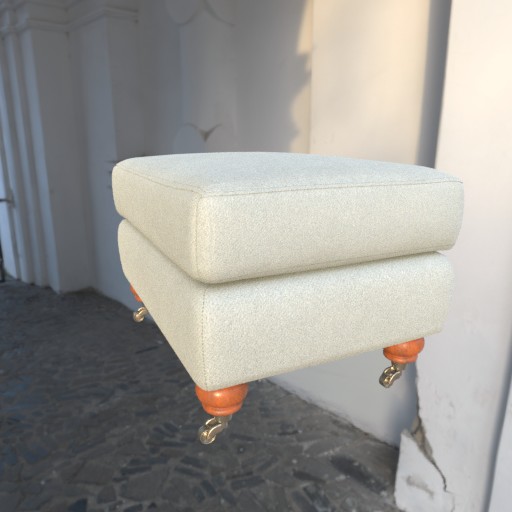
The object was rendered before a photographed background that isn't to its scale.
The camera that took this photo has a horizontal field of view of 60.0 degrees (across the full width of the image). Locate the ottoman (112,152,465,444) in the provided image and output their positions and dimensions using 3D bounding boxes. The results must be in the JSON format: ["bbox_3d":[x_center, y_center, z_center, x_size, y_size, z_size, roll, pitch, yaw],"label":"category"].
[{"bbox_3d":[0.000,0.000,1.105,0.569,0.499,0.773,-7,17,-25],"label":"ottoman"}]
